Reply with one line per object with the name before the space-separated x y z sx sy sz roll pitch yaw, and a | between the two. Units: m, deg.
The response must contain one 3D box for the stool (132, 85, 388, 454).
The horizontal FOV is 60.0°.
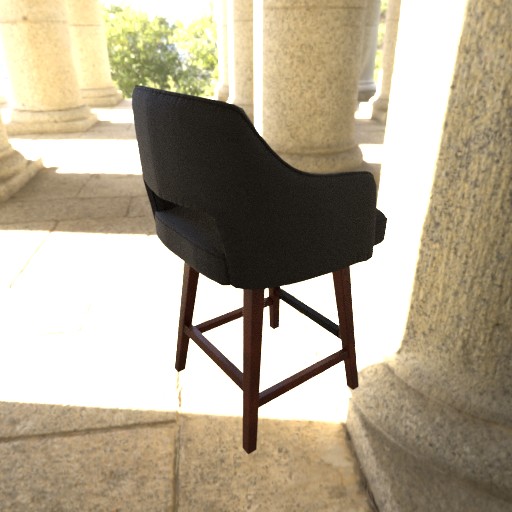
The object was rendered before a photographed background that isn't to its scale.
stool | 0.000 0.000 1.241 0.558 0.912 0.548 -18 32 -32
